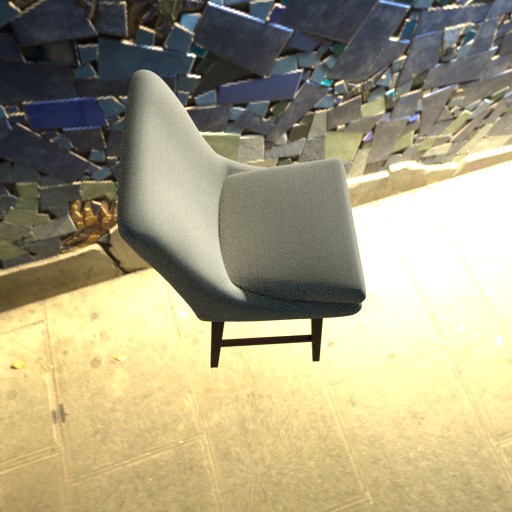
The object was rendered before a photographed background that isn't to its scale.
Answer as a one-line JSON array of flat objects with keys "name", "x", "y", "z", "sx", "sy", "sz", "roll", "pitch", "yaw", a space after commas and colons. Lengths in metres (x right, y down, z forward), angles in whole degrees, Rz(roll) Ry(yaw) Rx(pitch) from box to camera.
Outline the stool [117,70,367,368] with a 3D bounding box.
[{"name": "stool", "x": 0.000, "y": 0.000, "z": 1.390, "sx": 0.559, "sy": 1.093, "sz": 0.483, "roll": -3, "pitch": 64, "yaw": -1}]
